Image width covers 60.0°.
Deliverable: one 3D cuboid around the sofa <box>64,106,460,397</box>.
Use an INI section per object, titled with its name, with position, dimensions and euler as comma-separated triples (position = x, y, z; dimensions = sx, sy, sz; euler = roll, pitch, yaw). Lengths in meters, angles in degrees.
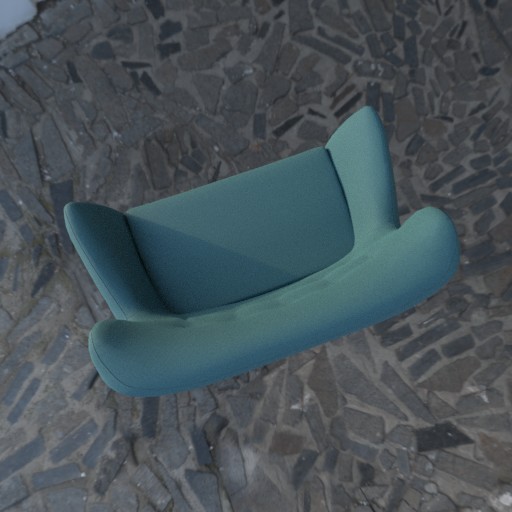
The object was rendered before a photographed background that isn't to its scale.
[sofa]
position = 0.000, 0.000, 1.932
dimensions = 1.397, 0.889, 0.889
euler = -19, 77, -5
